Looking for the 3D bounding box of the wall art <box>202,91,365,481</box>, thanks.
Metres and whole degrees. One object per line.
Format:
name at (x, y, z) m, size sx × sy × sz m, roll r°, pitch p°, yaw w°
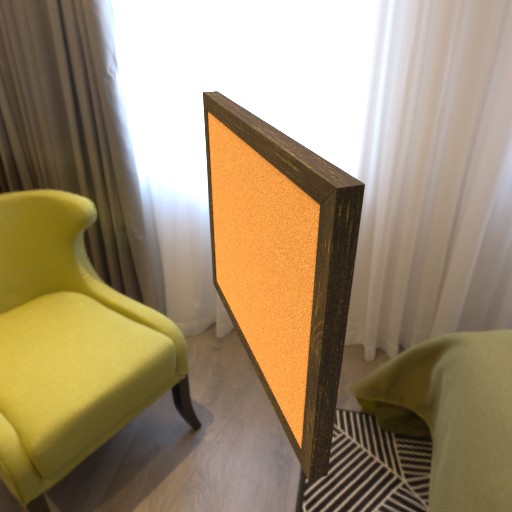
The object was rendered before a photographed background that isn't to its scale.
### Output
wall art at (0.000, 0.000, 0.771) m, size 0.032 × 0.457 × 0.558 m, roll -10°, pitch 31°, yaw -17°
